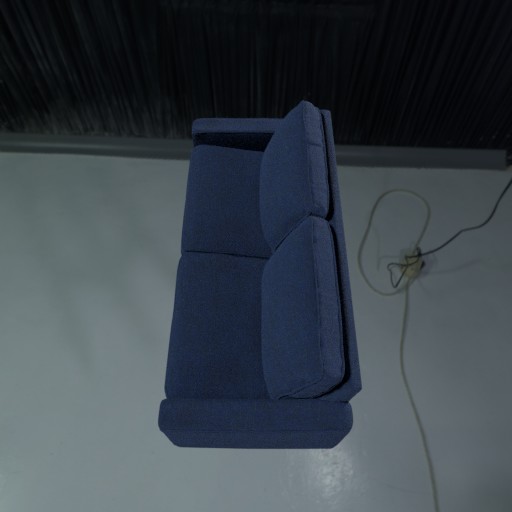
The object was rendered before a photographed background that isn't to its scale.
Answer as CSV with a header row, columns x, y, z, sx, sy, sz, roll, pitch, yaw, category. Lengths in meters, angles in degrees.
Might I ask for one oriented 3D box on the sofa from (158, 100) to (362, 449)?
x,y,z,sx,sy,sz,roll,pitch,yaw,category
0.000,0.000,2.679,0.940,0.919,2.080,0,59,0,sofa
